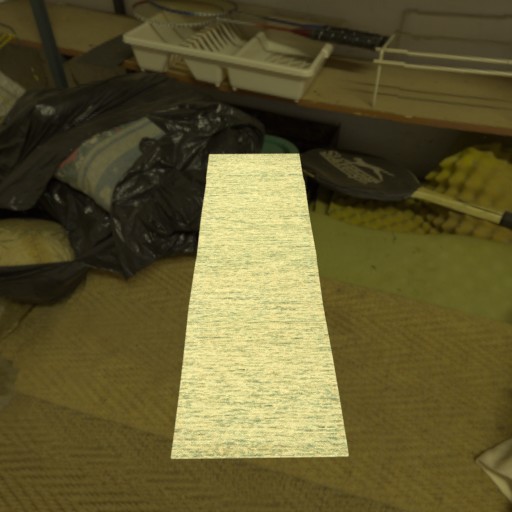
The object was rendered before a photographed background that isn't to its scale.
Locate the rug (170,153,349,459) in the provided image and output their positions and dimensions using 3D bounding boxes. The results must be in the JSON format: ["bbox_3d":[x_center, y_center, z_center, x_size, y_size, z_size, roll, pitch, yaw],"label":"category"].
[{"bbox_3d":[0.000,0.000,2.550,0.700,0.014,2.290,0,43,-1],"label":"rug"}]
